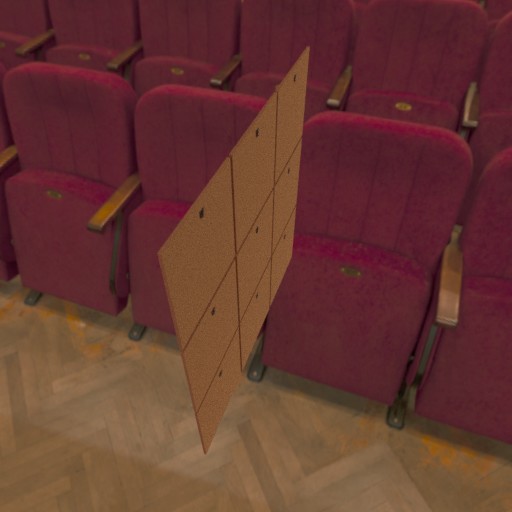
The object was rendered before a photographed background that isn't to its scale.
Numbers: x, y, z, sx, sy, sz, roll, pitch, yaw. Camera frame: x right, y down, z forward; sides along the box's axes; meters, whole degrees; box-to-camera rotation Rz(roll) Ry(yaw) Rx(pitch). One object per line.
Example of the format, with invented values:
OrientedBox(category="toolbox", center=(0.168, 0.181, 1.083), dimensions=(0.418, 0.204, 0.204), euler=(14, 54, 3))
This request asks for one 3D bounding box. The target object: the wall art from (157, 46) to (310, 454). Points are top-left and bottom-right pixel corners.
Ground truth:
OrientedBox(category="wall art", center=(0.000, 0.000, 2.280), dimensions=(0.019, 1.532, 1.533), euler=(15, 48, 14))
